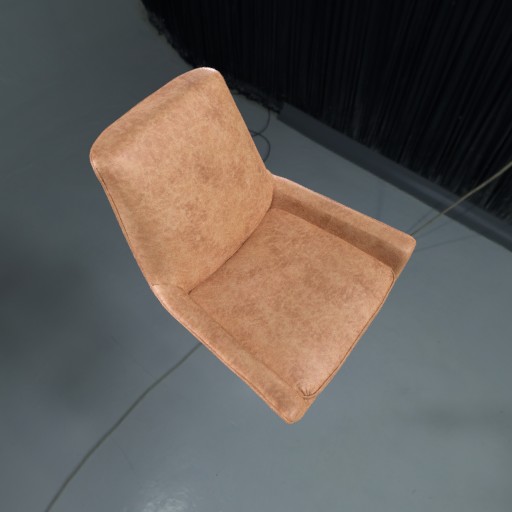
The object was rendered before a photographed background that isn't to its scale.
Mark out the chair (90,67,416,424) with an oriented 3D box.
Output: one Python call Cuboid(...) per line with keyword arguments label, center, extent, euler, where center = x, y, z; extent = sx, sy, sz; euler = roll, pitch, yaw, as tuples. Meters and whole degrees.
Cuboid(label="chair", center=(0.000, 0.000, 1.498), extent=(0.851, 0.883, 0.753), euler=(33, 64, 19))
